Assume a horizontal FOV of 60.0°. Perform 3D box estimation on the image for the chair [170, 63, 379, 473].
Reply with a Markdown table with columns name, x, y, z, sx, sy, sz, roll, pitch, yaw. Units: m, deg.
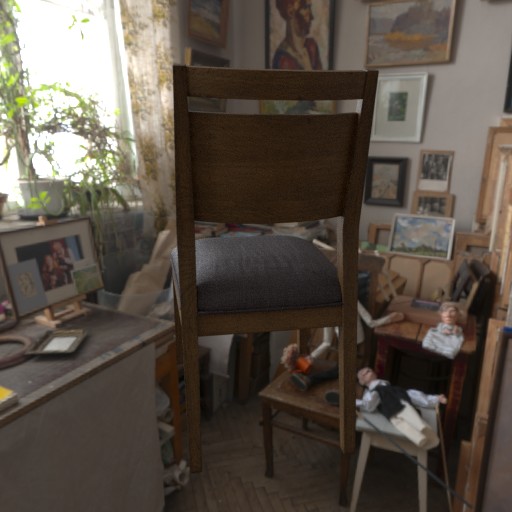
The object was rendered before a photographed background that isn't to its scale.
| name | x | y | z | sx | sy | sz | roll | pitch | yaw |
| --- | --- | --- | --- | --- | --- | --- | --- | --- | --- |
| chair | 0.000 | 0.000 | 1.272 | 0.501 | 0.939 | 0.610 | -3 | 15 | -10 |
